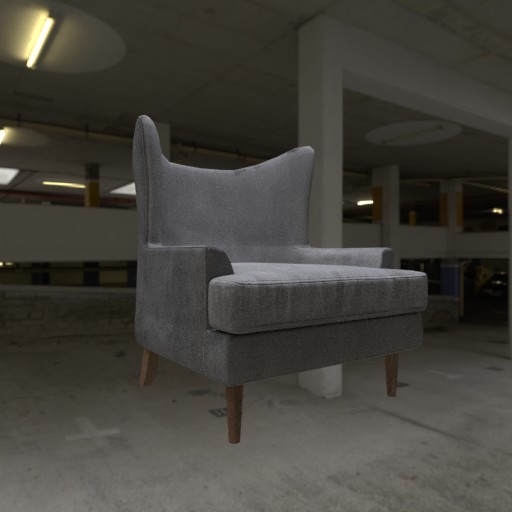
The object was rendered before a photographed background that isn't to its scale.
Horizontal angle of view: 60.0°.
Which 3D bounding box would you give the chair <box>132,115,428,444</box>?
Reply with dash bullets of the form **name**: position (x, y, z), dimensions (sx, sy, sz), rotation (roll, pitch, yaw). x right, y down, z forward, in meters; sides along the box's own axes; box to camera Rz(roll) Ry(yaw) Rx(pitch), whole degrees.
- **chair**: position (0.000, 0.000, 1.605), dimensions (0.784, 0.950, 0.906), rotation (0, 0, -35)
